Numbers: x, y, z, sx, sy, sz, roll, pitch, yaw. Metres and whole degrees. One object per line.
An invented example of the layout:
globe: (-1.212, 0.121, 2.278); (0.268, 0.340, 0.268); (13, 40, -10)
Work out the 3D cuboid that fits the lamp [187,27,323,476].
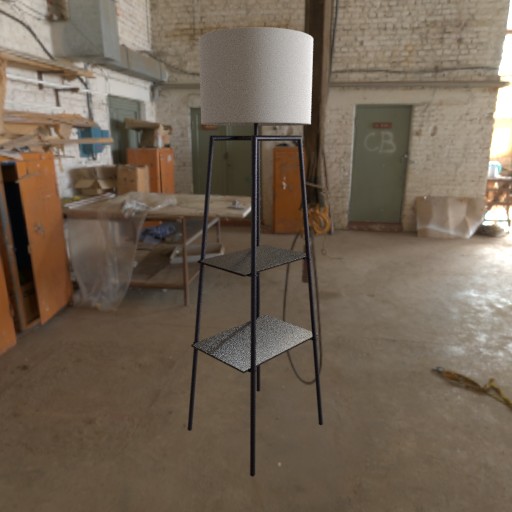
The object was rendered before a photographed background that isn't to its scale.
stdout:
lamp: (0.000, 0.000, 1.655); (0.384, 1.474, 0.427); (14, 20, 42)
